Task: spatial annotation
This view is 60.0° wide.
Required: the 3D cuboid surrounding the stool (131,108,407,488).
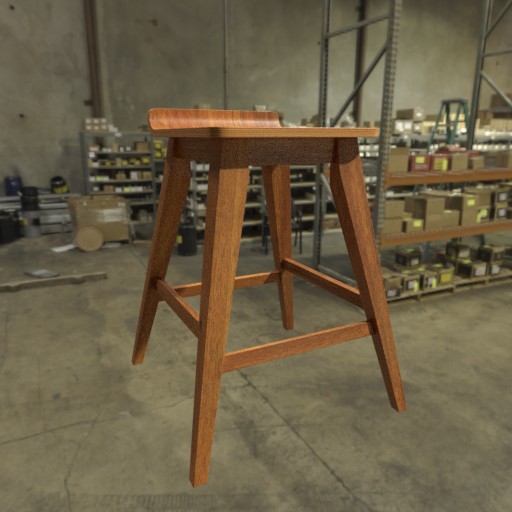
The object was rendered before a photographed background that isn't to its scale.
[{"bbox_3d":[0.000,0.000,1.007,0.500,0.650,0.500,-8,17,-26],"label":"stool"}]
